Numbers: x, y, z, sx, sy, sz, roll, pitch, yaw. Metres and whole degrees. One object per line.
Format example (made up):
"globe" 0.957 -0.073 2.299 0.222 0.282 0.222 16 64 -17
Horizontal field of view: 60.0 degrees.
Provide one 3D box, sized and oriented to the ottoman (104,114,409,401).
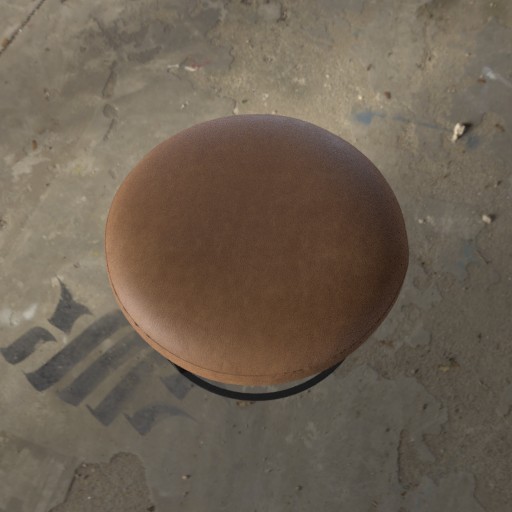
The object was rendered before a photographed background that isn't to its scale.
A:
"ottoman" 0.000 0.000 1.277 0.771 0.460 0.771 0 63 0
